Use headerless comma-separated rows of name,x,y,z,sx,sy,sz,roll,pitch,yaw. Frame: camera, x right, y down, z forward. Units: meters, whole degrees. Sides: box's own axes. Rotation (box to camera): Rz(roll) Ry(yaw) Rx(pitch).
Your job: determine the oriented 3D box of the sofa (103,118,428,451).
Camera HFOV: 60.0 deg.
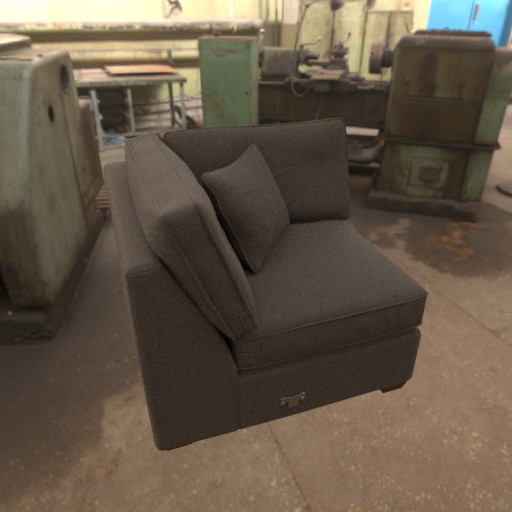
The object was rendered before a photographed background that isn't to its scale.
sofa,0.000,0.000,1.962,1.146,1.002,1.084,-10,31,-17
